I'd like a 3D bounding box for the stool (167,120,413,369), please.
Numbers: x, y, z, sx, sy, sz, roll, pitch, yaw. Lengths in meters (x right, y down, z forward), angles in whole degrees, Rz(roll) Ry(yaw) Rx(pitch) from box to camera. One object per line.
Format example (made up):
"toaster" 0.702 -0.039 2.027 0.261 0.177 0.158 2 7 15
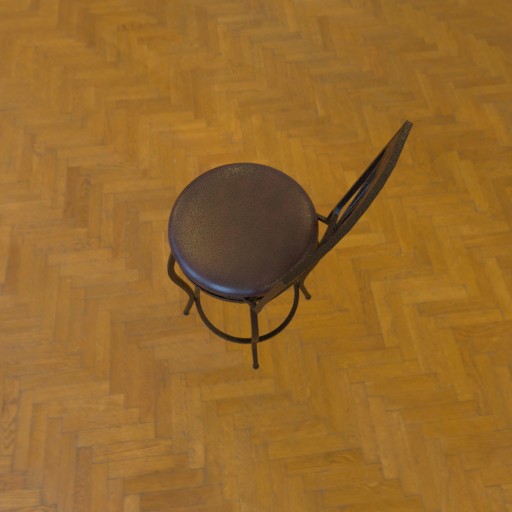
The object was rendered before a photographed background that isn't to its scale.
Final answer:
"stool" 0.000 0.000 1.371 0.514 1.117 0.433 35 70 15
